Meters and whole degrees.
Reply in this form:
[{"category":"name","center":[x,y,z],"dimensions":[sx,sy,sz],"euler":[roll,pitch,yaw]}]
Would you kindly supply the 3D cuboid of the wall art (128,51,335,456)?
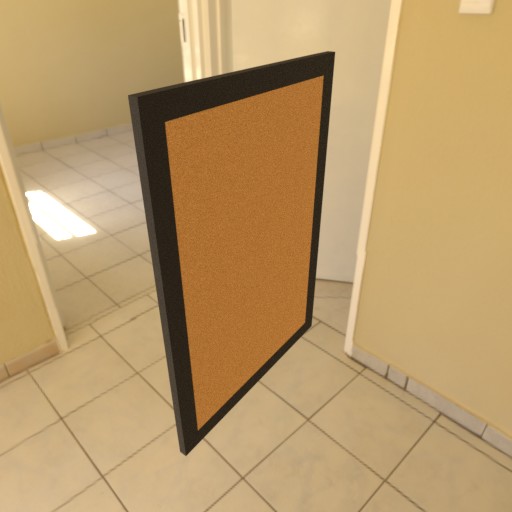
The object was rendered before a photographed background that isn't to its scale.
[{"category":"wall art","center":[0.000,0.000,0.676],"dimensions":[0.013,0.534,0.380],"euler":[21,38,30]}]
